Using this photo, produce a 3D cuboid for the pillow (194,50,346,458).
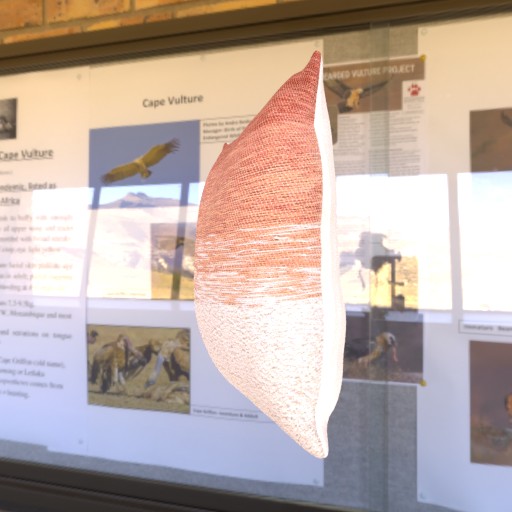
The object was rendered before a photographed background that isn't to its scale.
[{"bbox_3d":[0.000,0.000,0.666,0.182,0.441,0.440,0,0,-17],"label":"pillow"}]
